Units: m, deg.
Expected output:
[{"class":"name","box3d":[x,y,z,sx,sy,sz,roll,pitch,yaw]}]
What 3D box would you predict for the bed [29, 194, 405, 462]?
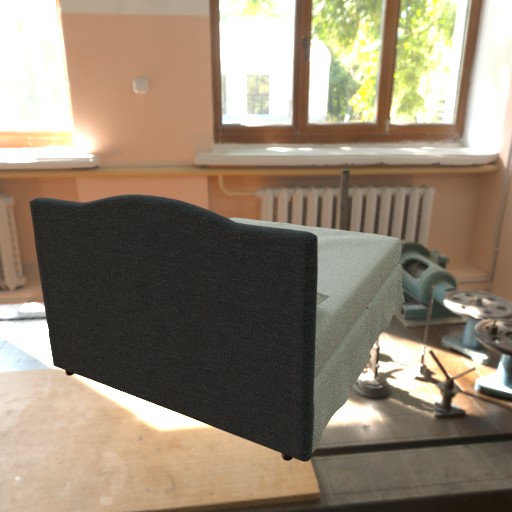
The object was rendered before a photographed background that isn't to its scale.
[{"class":"bed","box3d":[0.000,0.000,3.845,2.161,1.457,2.689,9,20,27]}]
